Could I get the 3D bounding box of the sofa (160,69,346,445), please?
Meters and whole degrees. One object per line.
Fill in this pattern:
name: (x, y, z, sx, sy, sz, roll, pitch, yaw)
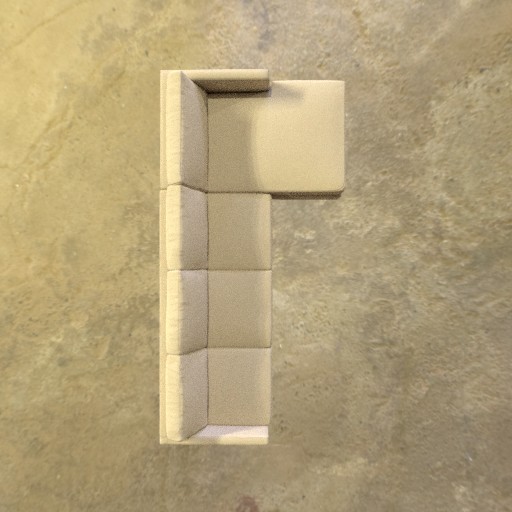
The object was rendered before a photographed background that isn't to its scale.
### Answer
sofa: (0.000, 0.000, 3.968, 1.622, 0.871, 3.206, 0, 90, 1)
